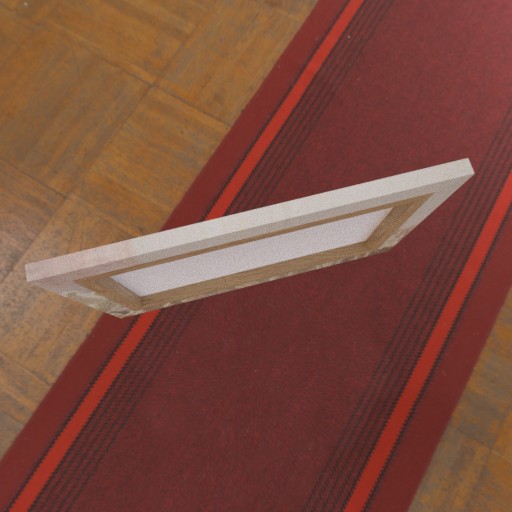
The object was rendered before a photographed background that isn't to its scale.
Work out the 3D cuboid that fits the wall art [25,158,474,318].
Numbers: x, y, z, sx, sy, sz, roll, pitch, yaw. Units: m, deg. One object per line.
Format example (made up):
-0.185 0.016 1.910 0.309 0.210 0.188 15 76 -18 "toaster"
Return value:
0.000 0.000 1.177 0.916 0.608 0.040 -14 76 -4 "wall art"
